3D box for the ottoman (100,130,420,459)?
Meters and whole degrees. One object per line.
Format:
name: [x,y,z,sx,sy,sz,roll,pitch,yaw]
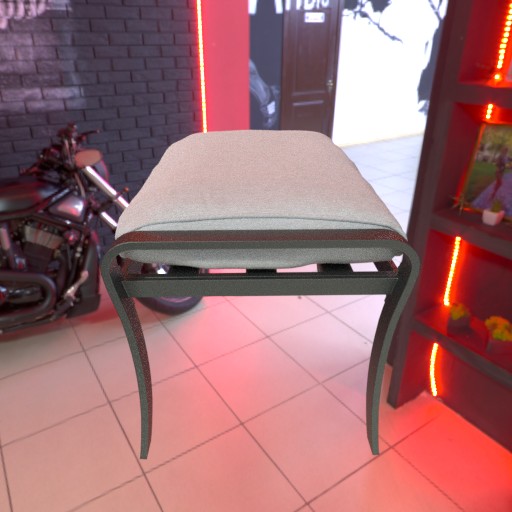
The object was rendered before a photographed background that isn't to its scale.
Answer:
ottoman: [0.000,0.000,0.892,0.406,0.422,0.610,-1,26,-1]
